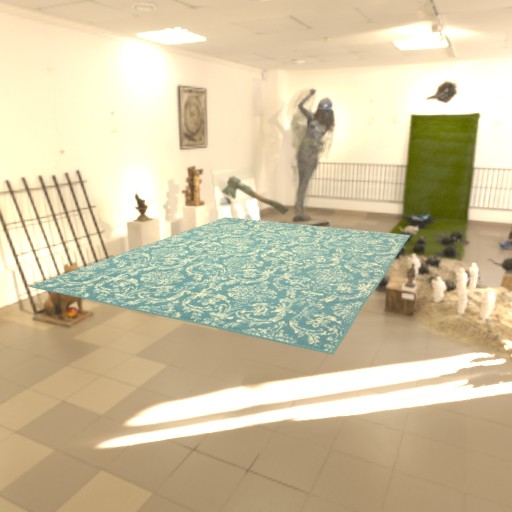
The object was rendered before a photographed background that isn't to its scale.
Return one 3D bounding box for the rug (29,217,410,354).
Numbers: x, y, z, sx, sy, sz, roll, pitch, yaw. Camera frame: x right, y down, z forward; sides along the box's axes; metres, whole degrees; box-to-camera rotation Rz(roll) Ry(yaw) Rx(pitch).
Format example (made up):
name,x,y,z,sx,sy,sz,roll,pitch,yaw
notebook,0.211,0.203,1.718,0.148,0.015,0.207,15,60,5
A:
name,x,y,z,sx,sy,sz,roll,pitch,yaw
rug,0.000,0.000,4.128,2.363,0.012,2.980,8,18,25
